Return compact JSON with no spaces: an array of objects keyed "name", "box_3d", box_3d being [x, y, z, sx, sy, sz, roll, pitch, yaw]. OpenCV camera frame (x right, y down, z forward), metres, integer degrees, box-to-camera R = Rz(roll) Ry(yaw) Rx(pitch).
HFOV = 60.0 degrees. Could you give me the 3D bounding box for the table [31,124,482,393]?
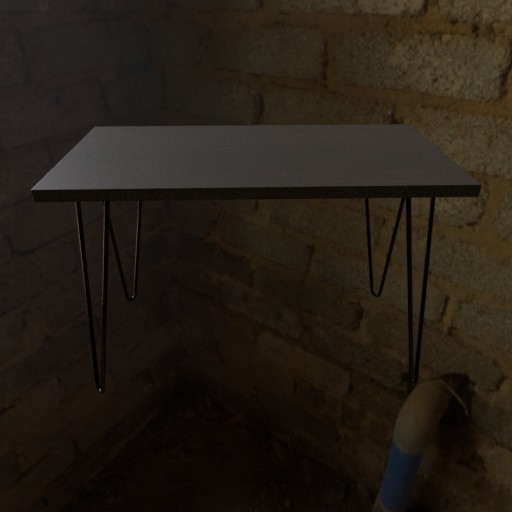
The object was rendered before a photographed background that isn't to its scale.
[{"name":"table","box_3d":[0.000,0.000,1.358,0.991,0.660,0.499,-1,32,-1]}]
